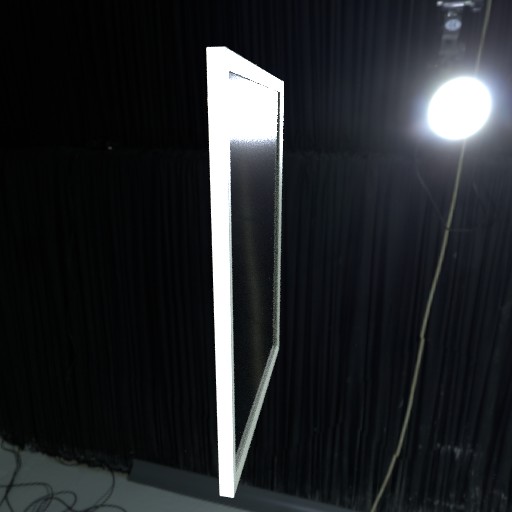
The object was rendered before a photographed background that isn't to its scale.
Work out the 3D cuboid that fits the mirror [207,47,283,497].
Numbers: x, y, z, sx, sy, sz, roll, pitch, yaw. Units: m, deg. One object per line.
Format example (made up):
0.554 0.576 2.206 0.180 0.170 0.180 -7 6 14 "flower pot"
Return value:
0.000 0.000 1.306 0.040 1.016 0.762 3 17 11 "mirror"
